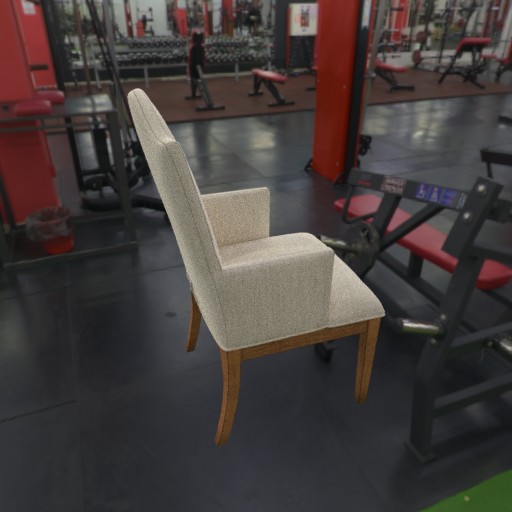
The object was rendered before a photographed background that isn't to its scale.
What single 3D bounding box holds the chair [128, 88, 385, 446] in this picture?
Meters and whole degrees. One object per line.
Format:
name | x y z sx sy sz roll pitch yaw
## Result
chair | 0.000 0.000 1.383 0.641 1.016 0.533 -10 31 -17
